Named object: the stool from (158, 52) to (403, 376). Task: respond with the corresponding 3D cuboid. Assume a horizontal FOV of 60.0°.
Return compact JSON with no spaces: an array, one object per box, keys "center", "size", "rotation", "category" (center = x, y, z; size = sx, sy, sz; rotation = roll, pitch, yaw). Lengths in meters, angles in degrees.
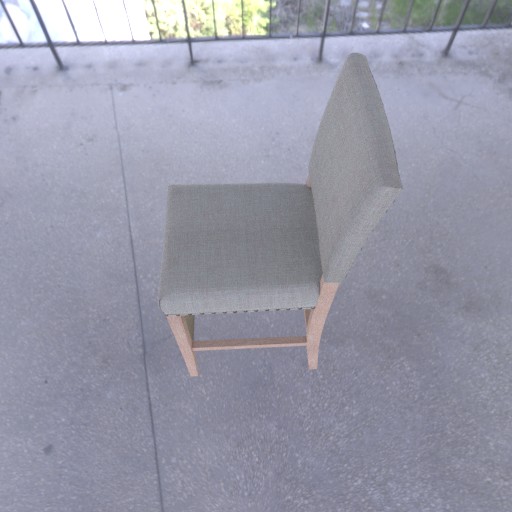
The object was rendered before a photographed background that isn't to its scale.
[{"center":[0.000,0.000,1.465],"size":[0.585,1.173,0.445],"rotation":[-2,58,-1],"category":"stool"}]
